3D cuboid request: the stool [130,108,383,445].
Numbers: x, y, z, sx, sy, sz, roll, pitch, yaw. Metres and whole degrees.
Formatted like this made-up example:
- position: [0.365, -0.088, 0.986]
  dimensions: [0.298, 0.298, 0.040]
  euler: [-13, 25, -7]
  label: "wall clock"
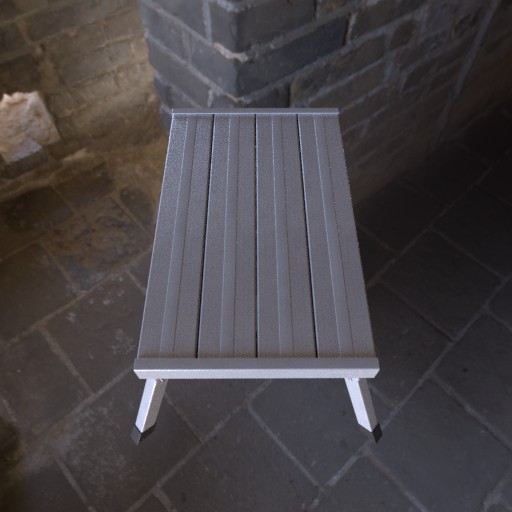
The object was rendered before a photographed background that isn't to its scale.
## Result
- position: [0.000, 0.000, 0.722]
  dimensions: [0.385, 0.225, 0.535]
  euler: [0, 57, 0]
  label: "stool"
